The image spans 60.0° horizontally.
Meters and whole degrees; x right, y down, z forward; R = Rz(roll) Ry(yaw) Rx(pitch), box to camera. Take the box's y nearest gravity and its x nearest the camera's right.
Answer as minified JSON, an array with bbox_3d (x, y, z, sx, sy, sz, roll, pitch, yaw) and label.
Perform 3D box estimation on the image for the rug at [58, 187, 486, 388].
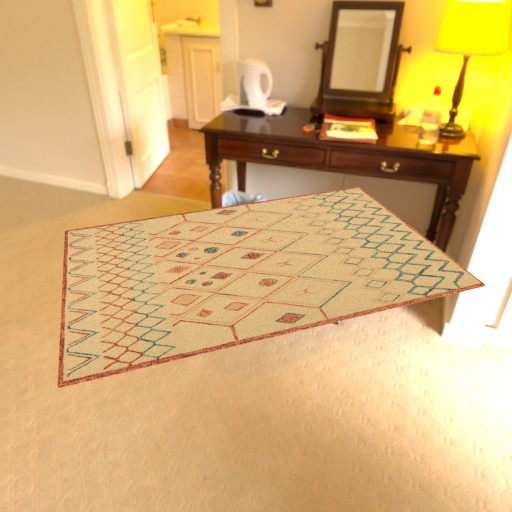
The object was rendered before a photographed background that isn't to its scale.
[{"bbox_3d":[0.000,0.000,2.968,2.438,0.015,1.524,-10,34,-16],"label":"rug"}]
